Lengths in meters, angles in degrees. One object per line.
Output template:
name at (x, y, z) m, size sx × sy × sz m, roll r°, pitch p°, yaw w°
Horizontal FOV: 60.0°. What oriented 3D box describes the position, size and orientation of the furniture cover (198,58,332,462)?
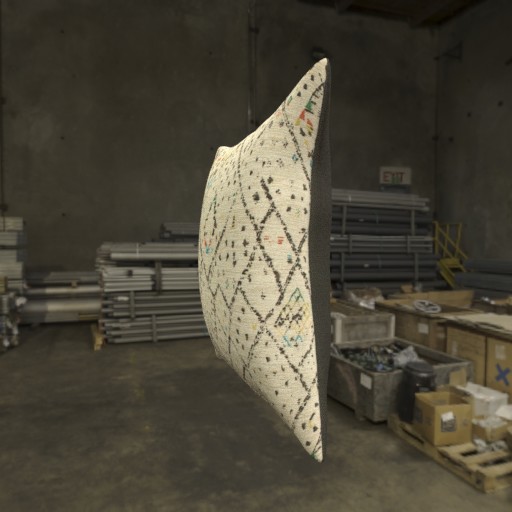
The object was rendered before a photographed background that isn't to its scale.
furniture cover at (0.000, 0.000, 0.789) m, size 0.180 × 0.498 × 0.525 m, roll -1°, pitch 2°, yaw -19°
